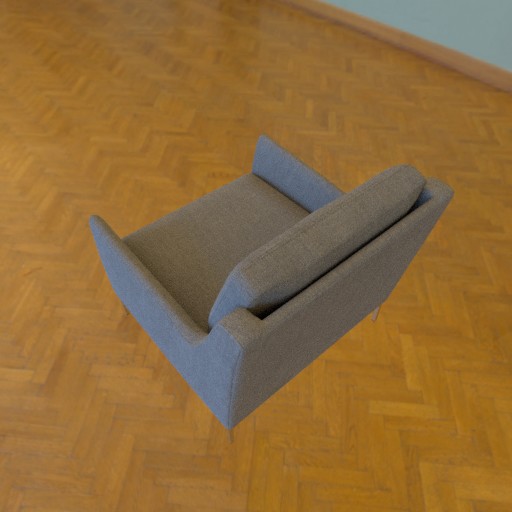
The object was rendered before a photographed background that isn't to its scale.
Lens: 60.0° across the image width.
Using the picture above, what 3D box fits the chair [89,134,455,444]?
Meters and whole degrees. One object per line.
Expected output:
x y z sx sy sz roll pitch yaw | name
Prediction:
0.000 0.000 1.574 0.847 0.828 0.849 -32 55 -26 | chair
